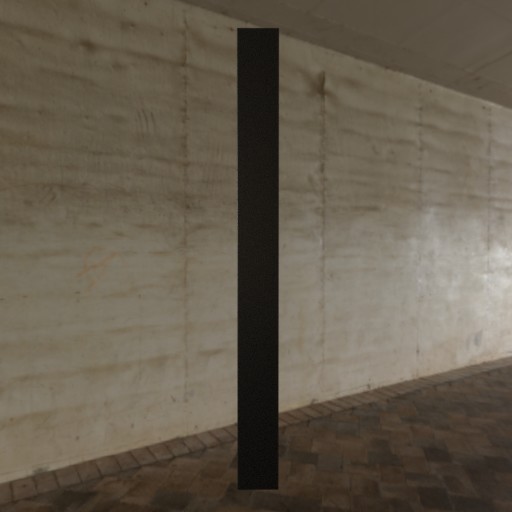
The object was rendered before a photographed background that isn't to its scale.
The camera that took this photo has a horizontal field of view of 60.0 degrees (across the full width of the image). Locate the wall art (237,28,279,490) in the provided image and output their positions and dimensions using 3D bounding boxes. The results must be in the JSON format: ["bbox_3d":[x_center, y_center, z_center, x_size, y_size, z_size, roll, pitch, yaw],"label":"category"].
[{"bbox_3d":[0.000,0.000,0.469,0.029,0.318,0.327,0,1,0],"label":"wall art"}]
